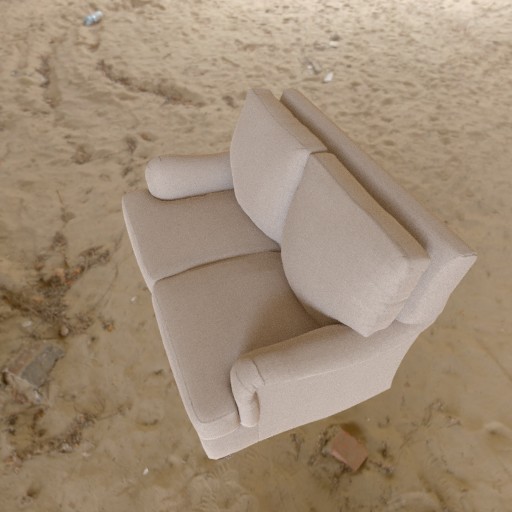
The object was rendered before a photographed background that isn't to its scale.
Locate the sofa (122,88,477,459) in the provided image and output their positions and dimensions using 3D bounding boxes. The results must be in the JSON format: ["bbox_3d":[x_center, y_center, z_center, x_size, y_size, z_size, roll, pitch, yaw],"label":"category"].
[{"bbox_3d":[0.000,0.000,2.168,1.087,1.048,1.508,-16,47,-16],"label":"sofa"}]
